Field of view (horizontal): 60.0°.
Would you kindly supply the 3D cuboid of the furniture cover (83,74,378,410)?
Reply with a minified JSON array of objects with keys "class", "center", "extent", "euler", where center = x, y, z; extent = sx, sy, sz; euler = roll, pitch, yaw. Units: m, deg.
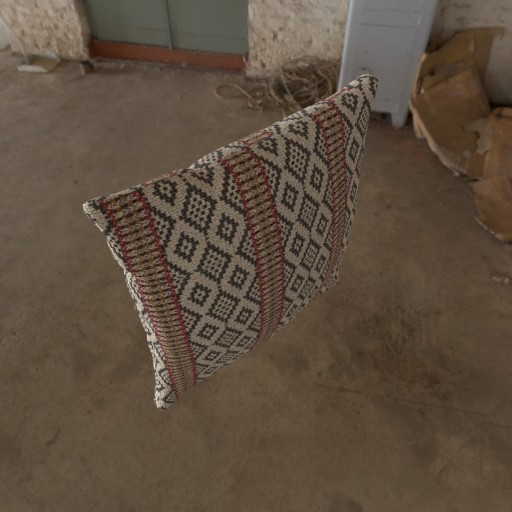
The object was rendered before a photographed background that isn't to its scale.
[{"class":"furniture cover","center":[0.000,0.000,0.784],"extent":[0.503,0.506,0.182],"euler":[-32,54,-27]}]
